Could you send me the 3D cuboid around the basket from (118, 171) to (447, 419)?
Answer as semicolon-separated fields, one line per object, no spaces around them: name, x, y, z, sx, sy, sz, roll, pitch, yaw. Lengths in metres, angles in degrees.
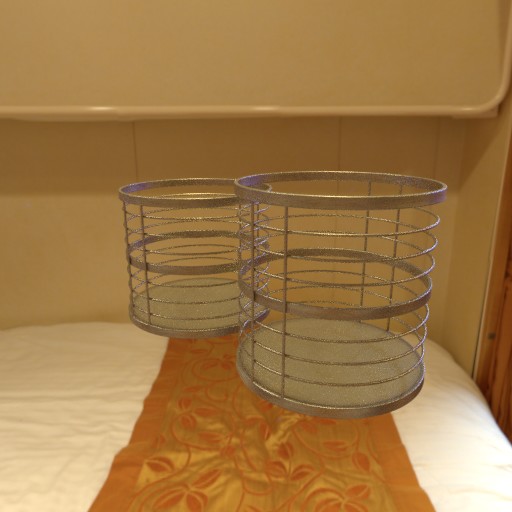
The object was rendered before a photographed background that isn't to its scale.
basket;0.000;0.000;0.948;0.746;0.351;0.356;15;22;42
